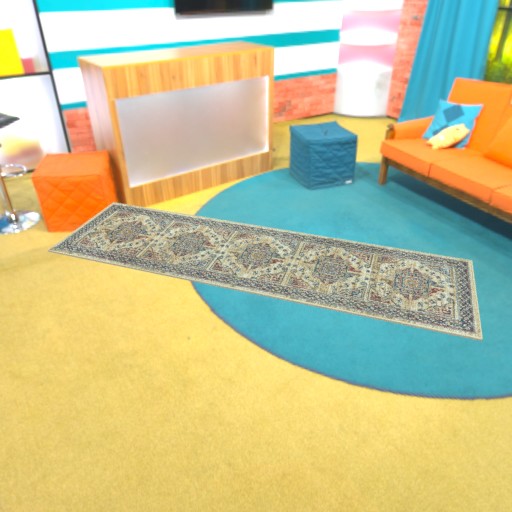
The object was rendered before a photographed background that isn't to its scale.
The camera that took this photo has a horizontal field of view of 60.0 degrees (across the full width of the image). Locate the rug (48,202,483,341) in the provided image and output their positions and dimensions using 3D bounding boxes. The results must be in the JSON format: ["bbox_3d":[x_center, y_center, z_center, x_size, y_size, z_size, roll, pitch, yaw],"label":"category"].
[{"bbox_3d":[0.000,0.000,2.493,2.297,0.013,0.661,10,34,16],"label":"rug"}]
